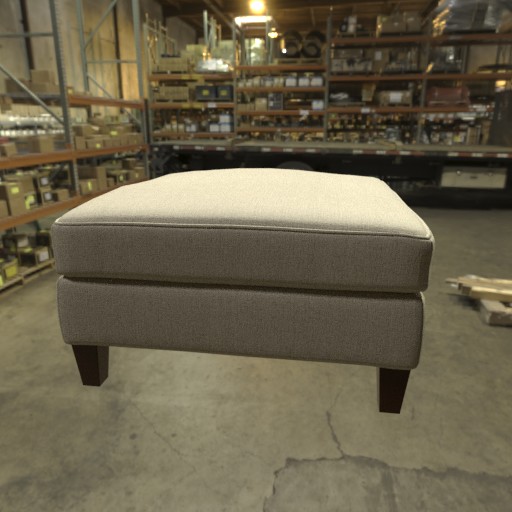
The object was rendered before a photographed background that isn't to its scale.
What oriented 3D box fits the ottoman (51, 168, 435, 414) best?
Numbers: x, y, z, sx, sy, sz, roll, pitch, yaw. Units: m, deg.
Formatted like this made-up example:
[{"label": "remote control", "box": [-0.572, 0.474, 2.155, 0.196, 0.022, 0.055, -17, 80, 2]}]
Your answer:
[{"label": "ottoman", "box": [0.000, 0.000, 1.344, 0.838, 0.478, 0.838, 2, 17, 8]}]
